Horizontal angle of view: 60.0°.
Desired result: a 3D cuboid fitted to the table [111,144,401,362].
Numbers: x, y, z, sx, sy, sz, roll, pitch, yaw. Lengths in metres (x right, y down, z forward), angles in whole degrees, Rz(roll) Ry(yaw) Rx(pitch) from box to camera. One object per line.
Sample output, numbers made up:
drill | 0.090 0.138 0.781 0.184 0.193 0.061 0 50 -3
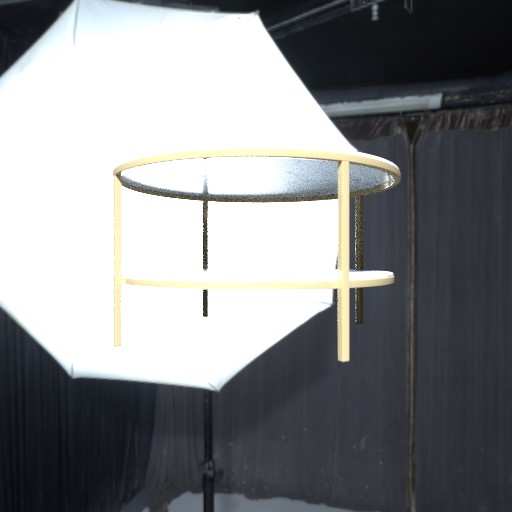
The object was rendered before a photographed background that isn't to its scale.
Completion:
table | 0.000 0.000 1.289 0.800 0.450 0.800 0 0 0
